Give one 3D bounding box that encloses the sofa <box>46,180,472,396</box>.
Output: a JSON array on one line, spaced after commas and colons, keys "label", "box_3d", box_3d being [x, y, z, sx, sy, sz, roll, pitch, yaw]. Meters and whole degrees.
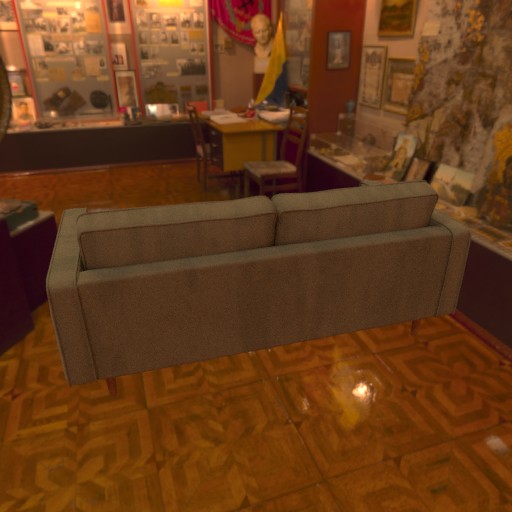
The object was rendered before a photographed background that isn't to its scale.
[{"label": "sofa", "box_3d": [0.000, 0.000, 2.339, 1.920, 0.825, 0.924, -8, 27, -15]}]
